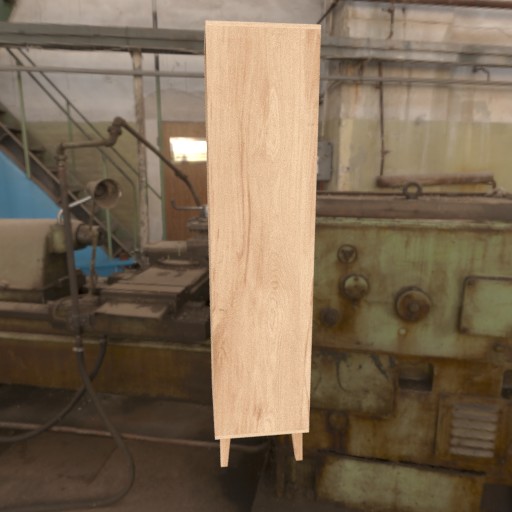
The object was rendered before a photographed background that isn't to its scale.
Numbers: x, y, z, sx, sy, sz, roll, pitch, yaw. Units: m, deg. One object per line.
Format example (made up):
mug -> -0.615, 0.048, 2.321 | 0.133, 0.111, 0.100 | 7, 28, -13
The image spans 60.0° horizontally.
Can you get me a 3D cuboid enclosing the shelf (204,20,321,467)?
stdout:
shelf -> 0.000, 0.000, 2.172 | 0.450, 1.960, 0.510 | -2, 13, -7
